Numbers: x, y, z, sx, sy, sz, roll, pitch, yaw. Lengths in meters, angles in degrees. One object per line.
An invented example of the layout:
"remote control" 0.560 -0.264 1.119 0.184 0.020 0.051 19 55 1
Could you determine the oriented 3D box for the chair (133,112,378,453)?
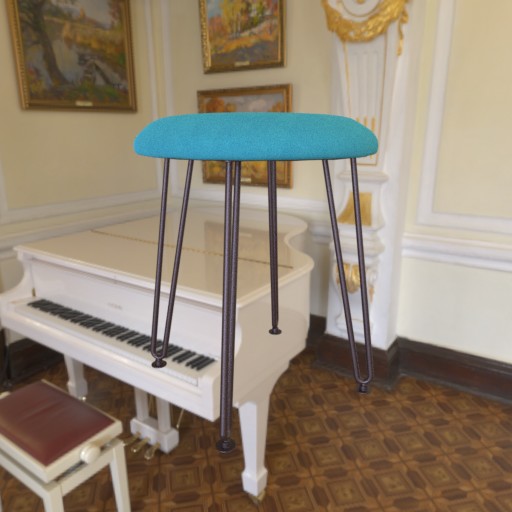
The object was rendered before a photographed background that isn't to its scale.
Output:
"chair" 0.000 0.000 0.702 0.350 0.430 0.350 -15 21 -42
